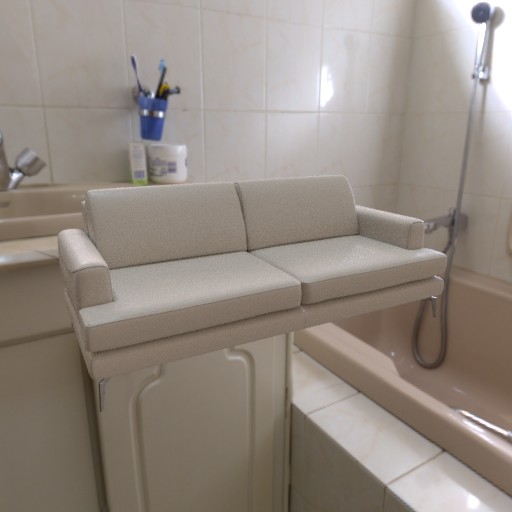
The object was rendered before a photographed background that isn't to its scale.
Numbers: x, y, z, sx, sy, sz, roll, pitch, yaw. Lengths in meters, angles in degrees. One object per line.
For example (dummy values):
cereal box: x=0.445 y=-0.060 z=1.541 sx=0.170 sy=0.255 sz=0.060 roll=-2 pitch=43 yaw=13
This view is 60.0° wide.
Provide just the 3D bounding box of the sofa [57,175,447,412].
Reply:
sofa: x=0.000 y=0.000 z=2.435 sx=1.940 sy=0.765 sz=0.974 roll=-9 pitch=18 yaw=-27
